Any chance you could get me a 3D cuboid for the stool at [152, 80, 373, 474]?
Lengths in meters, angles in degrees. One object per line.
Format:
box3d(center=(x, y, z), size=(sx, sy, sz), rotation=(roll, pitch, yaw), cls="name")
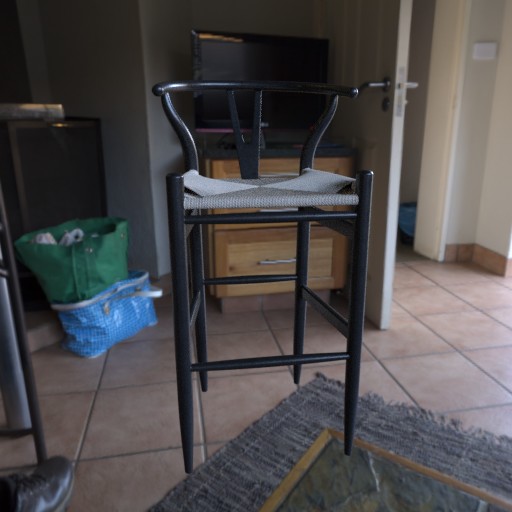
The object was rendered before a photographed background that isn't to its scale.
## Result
box3d(center=(0.000, 0.000, 1.380), size=(0.569, 1.072, 0.579), rotation=(-2, 16, -8), cls="stool")
